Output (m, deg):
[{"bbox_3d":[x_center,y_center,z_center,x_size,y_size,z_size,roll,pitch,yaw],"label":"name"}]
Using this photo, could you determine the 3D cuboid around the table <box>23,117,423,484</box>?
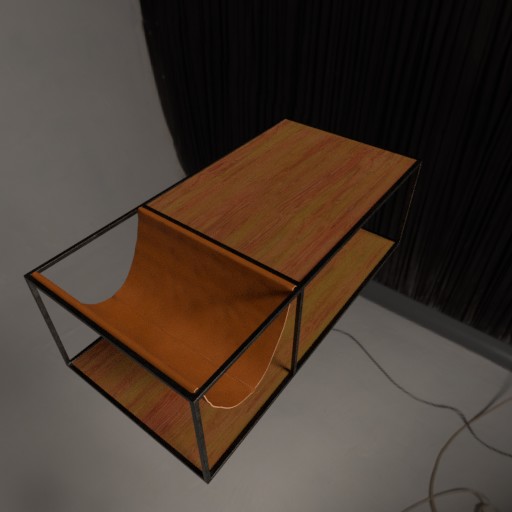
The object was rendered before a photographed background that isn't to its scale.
[{"bbox_3d":[0.000,0.000,1.495,0.597,0.403,1.199,27,48,27],"label":"table"}]
